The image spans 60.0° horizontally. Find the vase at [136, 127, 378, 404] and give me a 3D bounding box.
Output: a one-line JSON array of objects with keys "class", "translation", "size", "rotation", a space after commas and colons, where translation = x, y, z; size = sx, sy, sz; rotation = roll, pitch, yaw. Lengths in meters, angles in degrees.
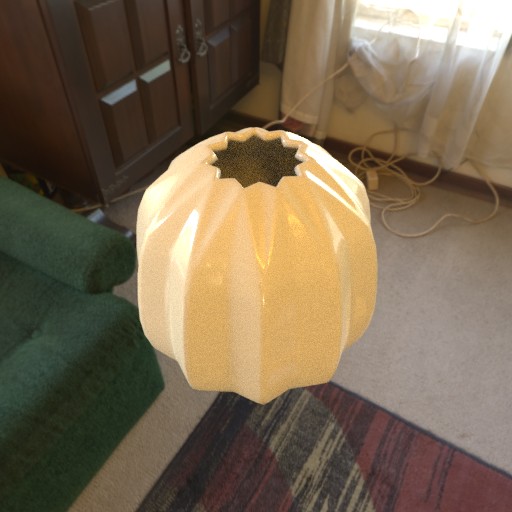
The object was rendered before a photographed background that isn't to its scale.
[{"class": "vase", "translation": [0.000, 0.000, 0.252], "size": [0.139, 0.134, 0.139], "rotation": [0, 46, 0]}]
